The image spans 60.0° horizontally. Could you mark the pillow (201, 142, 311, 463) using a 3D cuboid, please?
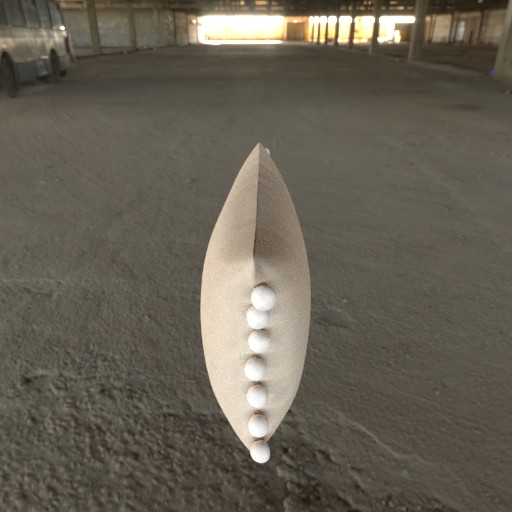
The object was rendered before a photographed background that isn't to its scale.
[{"bbox_3d":[0.000,0.000,0.852,0.201,0.322,0.709,0,27,1],"label":"pillow"}]
